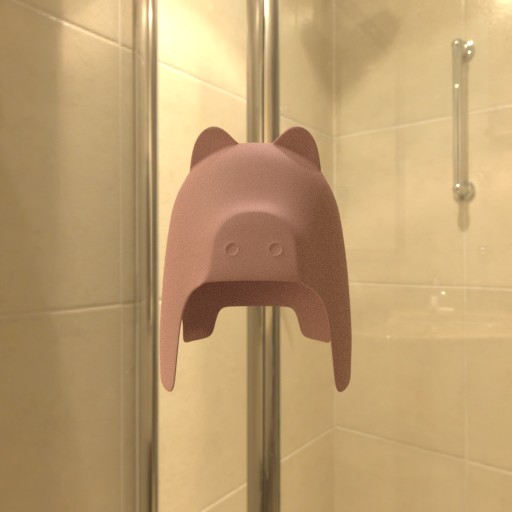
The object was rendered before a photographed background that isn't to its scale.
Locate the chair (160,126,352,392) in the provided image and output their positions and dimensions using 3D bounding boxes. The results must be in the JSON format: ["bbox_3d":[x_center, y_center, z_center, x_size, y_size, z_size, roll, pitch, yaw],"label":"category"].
[{"bbox_3d":[0.000,0.000,0.869,0.364,0.423,0.619,0,0,1],"label":"chair"}]
